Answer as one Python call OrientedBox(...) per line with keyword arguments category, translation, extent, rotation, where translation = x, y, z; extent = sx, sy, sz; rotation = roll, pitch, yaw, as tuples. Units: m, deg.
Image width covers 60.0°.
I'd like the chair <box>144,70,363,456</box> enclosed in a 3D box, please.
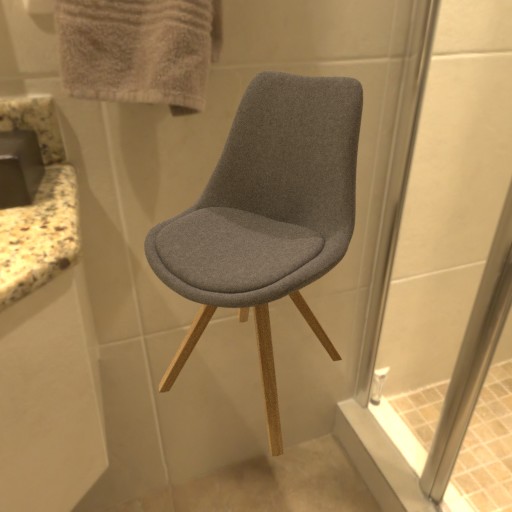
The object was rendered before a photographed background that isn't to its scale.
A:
OrientedBox(category="chair", translation=(0.000, 0.000, 1.201), extent=(0.483, 0.865, 0.550), rotation=(18, 34, 28))
